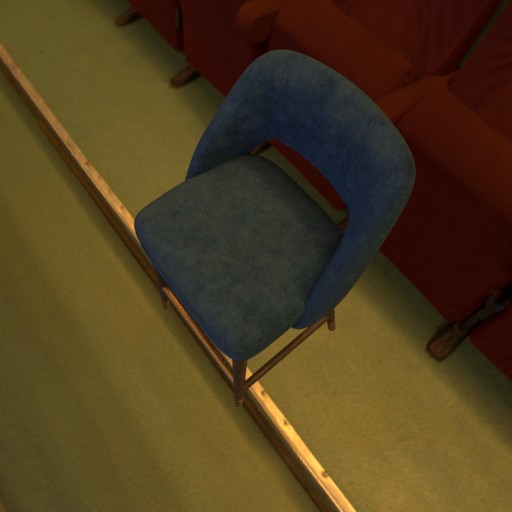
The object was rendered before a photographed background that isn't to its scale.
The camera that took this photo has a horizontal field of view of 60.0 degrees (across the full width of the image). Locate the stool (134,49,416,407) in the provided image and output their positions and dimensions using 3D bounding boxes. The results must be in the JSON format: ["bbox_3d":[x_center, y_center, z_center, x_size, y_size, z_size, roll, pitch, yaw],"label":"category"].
[{"bbox_3d":[0.000,0.000,1.226,0.524,0.925,0.536,-35,69,-16],"label":"stool"}]
